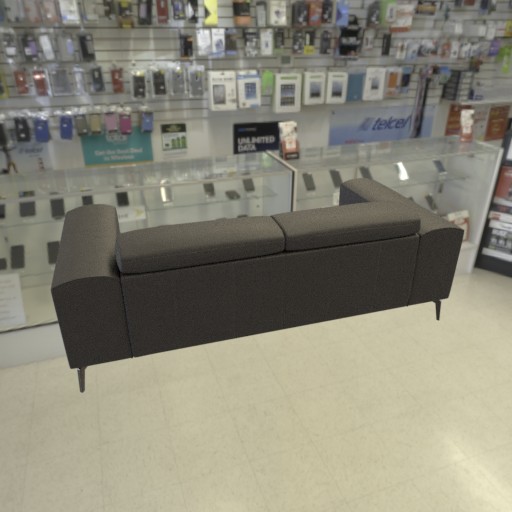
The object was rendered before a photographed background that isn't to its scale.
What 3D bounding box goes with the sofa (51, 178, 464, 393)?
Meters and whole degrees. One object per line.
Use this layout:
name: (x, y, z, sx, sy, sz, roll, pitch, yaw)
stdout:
sofa: (0.000, 0.000, 2.886, 2.330, 0.814, 1.048, -8, 28, -15)
